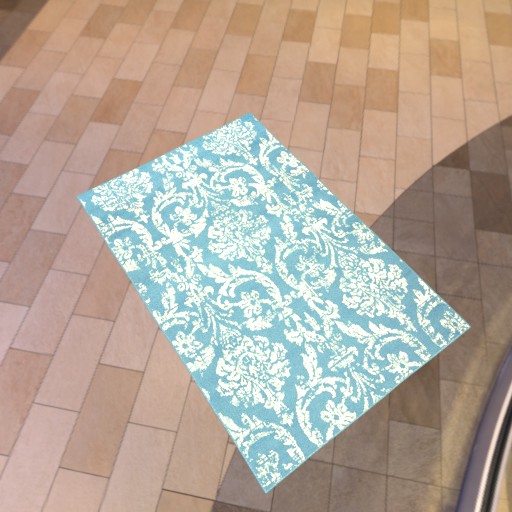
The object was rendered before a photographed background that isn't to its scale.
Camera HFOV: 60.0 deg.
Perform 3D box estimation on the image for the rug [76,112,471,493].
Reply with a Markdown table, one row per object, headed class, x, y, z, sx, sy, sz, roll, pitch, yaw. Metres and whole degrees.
| class | x | y | z | sx | sy | sz | roll | pitch | yaw |
| --- | --- | --- | --- | --- | --- | --- | --- | --- | --- |
| rug | 0.000 | 0.000 | 2.315 | 1.211 | 0.012 | 1.833 | -31 | 64 | -18 |
